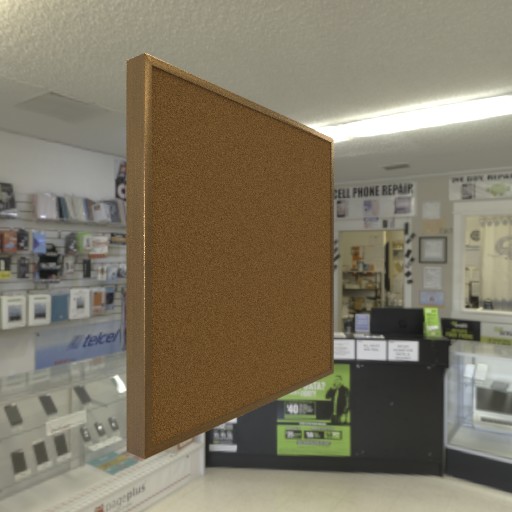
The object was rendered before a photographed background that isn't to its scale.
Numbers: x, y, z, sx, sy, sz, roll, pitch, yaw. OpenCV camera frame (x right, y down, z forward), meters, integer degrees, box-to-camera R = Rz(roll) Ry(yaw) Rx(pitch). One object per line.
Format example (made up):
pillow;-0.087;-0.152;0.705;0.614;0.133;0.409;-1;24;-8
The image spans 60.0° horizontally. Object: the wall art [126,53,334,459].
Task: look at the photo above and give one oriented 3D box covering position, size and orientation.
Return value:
wall art;0.000;0.000;0.762;0.037;0.505;0.505;0;0;37
